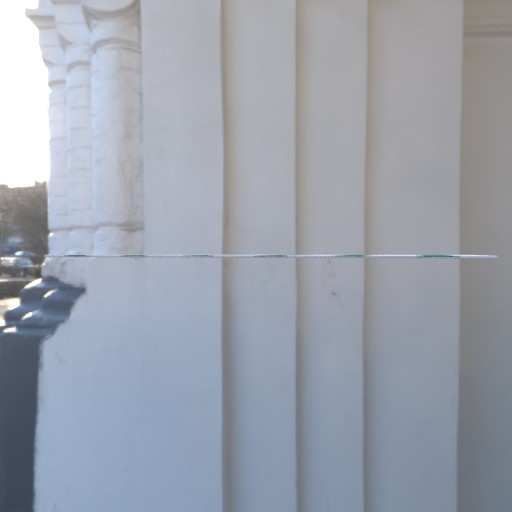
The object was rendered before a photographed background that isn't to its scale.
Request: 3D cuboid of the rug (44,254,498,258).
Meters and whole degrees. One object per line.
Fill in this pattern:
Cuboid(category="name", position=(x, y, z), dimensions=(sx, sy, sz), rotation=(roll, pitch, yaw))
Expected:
Cuboid(category="rug", position=(0.000, 0.000, 2.639), dimensions=(2.438, 0.012, 0.768), rotation=(0, 0, 18))
